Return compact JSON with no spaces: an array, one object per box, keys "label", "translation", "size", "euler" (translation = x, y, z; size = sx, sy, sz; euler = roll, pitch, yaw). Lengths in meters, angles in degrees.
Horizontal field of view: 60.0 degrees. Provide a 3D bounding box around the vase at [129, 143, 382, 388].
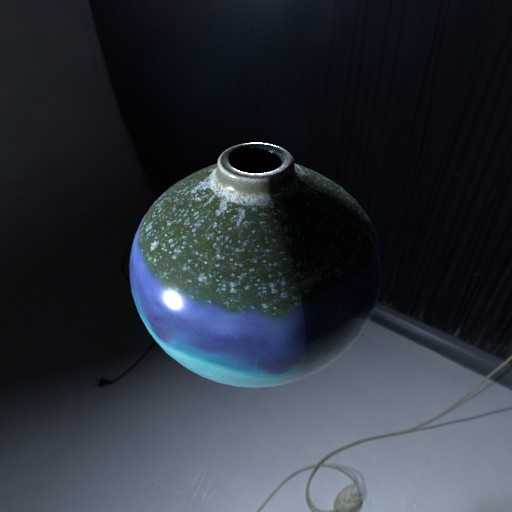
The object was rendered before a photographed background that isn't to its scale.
[{"label":"vase","translation":[0.000,0.000,0.275],"size":[0.154,0.133,0.154],"euler":[0,41,0]}]
